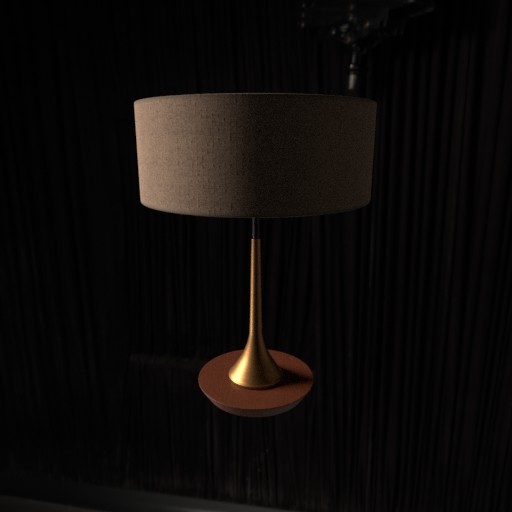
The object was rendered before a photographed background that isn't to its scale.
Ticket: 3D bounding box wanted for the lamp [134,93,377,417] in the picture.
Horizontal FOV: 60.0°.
[{"bbox_3d":[0.000,0.000,0.820,0.396,0.551,0.417,2,15,8],"label":"lamp"}]
